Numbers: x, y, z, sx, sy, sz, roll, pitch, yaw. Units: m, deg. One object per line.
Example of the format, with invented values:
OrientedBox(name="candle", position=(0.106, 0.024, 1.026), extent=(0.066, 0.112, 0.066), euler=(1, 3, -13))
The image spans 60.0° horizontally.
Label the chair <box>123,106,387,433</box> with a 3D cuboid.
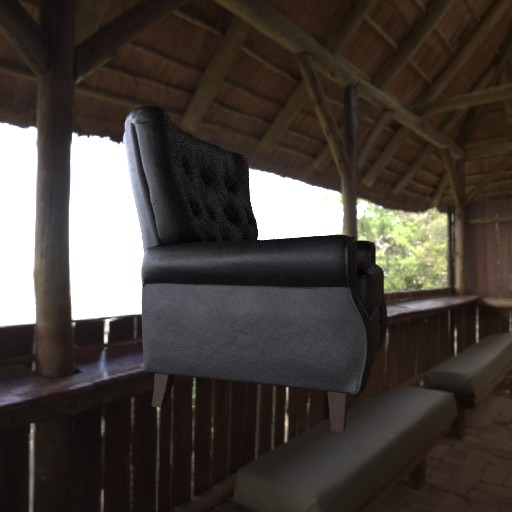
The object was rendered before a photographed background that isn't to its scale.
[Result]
OrientedBox(name="chair", position=(0.000, 0.000, 1.927), extent=(1.058, 1.158, 0.948), euler=(0, 0, 20))
